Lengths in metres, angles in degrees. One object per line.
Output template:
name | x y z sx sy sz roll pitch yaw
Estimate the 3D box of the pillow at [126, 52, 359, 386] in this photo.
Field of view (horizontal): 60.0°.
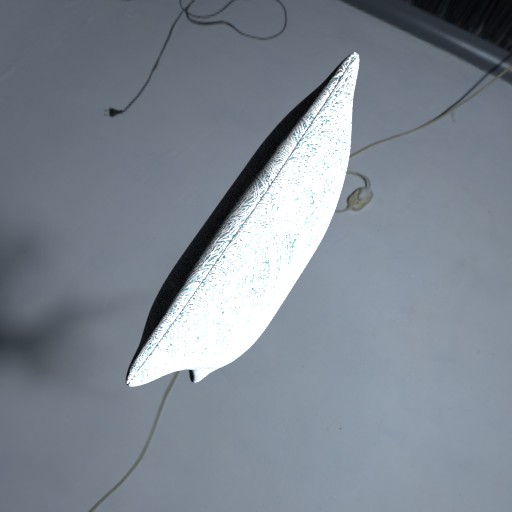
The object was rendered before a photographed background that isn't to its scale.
pillow | 0.000 0.000 0.795 0.166 0.507 0.526 32 78 8
